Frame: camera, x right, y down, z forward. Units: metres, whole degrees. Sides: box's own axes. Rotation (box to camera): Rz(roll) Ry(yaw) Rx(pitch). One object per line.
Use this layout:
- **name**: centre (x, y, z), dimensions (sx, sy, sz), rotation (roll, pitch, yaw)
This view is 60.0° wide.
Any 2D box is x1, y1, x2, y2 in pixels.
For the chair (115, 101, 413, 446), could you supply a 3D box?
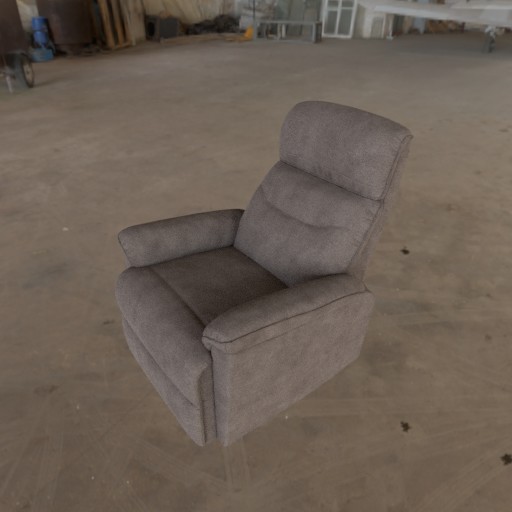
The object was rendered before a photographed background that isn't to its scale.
- **chair**: centre (0.000, 0.000, 1.752), dimensions (1.009, 1.036, 0.830), rotation (-21, 37, -30)
